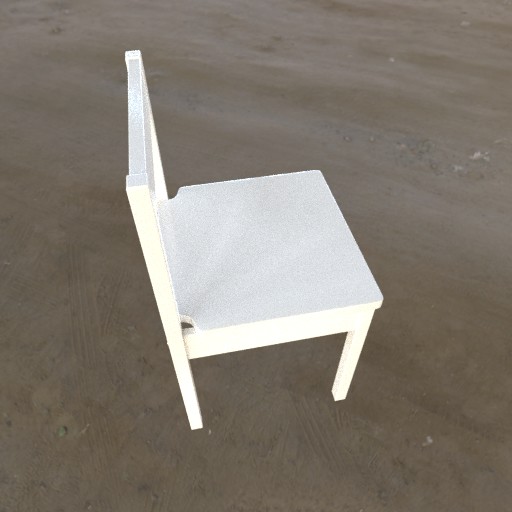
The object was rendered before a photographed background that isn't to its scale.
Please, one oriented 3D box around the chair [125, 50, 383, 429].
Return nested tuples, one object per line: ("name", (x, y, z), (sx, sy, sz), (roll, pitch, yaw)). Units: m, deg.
("chair", (0.000, 0.000, 0.862), (0.361, 0.668, 0.367), (-8, 48, -8))
